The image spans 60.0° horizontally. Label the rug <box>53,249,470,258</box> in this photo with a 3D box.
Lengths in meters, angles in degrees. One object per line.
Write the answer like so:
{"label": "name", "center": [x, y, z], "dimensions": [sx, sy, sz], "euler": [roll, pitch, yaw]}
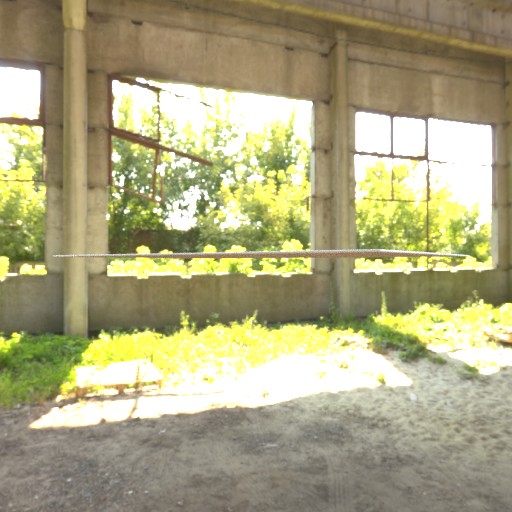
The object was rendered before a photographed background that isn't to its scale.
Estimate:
{"label": "rug", "center": [0.000, 0.000, 2.331], "dimensions": [1.827, 0.008, 1.225], "euler": [-1, -1, 37]}
